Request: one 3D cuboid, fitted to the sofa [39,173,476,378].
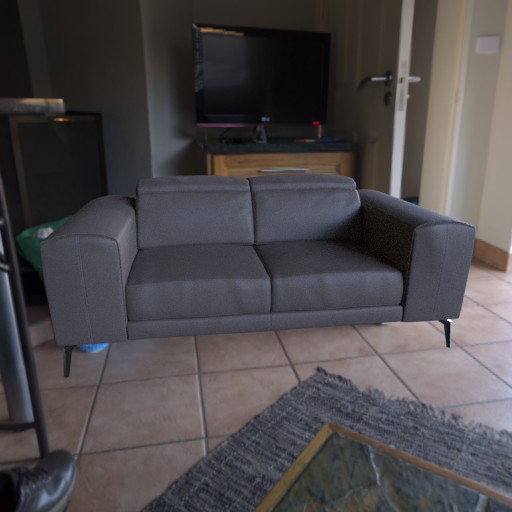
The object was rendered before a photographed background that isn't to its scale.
[{"bbox_3d":[0.000,0.000,2.387,1.895,0.779,1.003,-2,17,-8],"label":"sofa"}]
